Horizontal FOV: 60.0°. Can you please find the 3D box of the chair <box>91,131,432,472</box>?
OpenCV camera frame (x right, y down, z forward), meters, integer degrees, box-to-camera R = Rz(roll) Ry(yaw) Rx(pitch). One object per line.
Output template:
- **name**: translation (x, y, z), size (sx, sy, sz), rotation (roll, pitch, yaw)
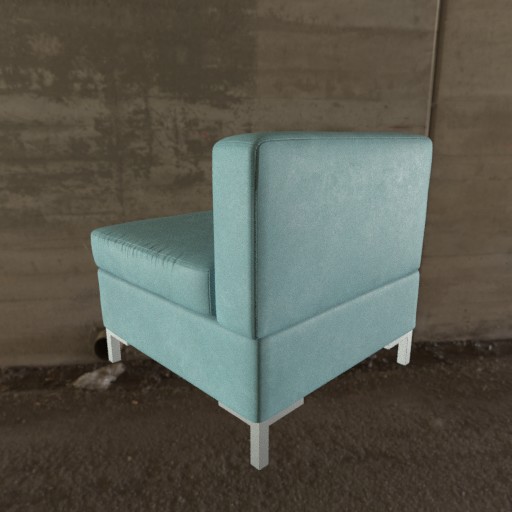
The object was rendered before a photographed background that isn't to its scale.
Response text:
- **chair**: translation (0.000, 0.000, 1.229), size (0.680, 0.660, 0.680), rotation (-14, 21, -43)
